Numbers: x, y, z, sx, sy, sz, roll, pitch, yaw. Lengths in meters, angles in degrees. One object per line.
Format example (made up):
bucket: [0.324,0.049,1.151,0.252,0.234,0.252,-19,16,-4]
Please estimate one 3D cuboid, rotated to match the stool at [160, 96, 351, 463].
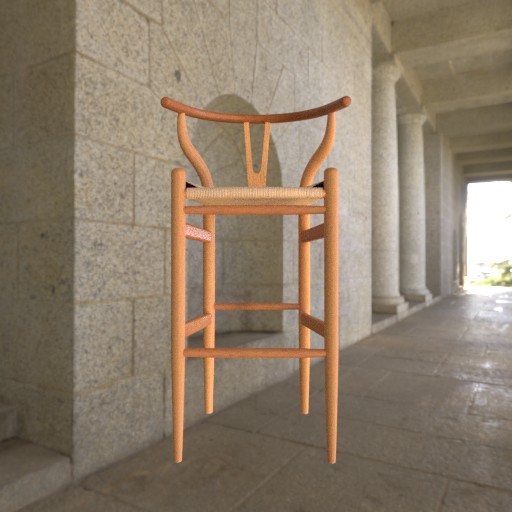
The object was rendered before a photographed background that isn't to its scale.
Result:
stool: [0.000,0.000,1.401,0.574,1.068,0.561,0,-1,1]
